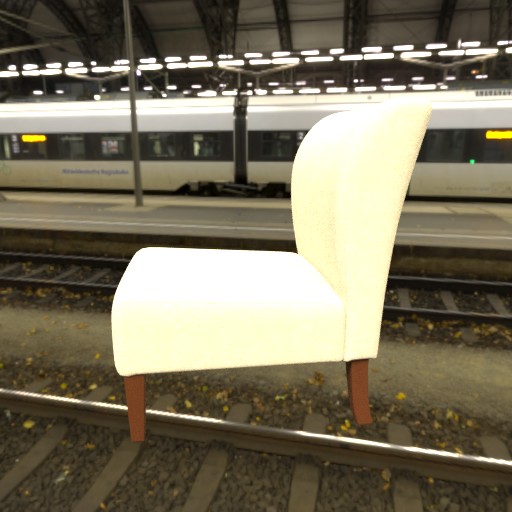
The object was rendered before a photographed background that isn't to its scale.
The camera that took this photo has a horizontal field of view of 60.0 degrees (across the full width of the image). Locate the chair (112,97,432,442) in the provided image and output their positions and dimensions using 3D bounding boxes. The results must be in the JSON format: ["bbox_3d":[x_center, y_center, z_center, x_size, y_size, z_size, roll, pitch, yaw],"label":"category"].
[{"bbox_3d":[0.000,0.000,1.283,0.754,0.833,0.521,-2,14,-8],"label":"chair"}]
